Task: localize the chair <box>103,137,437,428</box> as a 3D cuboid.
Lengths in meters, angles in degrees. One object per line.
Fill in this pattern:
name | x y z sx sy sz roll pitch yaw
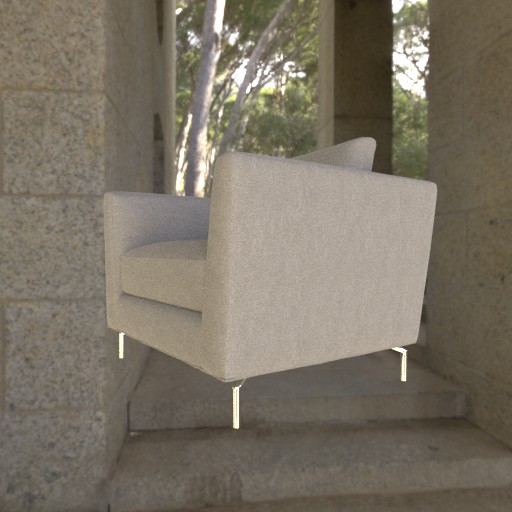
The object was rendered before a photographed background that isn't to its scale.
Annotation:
chair | 0.000 0.000 1.725 0.889 0.864 1.041 -1 1 -35
